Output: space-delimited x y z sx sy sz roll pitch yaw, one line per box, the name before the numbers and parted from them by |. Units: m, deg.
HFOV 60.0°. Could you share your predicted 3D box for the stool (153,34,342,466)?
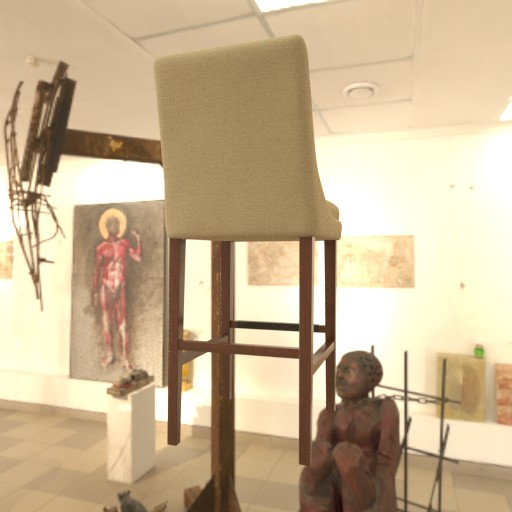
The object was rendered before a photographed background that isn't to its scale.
stool | 0.000 0.000 1.376 0.470 1.078 0.577 0 0 18
